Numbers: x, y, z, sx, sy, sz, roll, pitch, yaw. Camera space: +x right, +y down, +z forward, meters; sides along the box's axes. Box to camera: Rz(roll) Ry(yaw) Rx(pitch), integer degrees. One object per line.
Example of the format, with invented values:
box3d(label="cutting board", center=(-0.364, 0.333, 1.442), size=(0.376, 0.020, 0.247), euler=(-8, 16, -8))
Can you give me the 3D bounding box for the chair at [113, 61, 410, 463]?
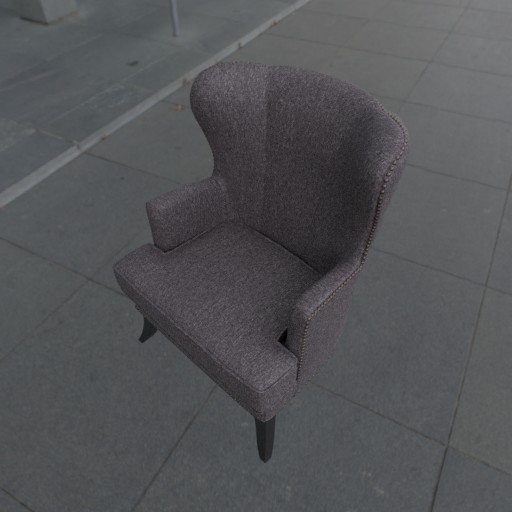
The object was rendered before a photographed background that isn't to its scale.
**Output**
box3d(label="chair", center=(0.000, 0.000, 1.562), size=(0.759, 1.060, 0.758), euler=(34, 54, 29))
